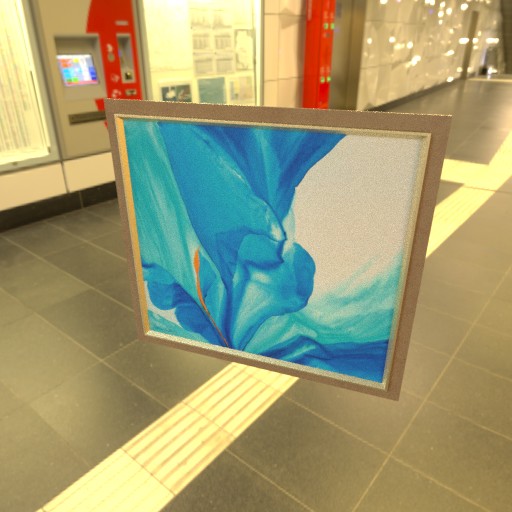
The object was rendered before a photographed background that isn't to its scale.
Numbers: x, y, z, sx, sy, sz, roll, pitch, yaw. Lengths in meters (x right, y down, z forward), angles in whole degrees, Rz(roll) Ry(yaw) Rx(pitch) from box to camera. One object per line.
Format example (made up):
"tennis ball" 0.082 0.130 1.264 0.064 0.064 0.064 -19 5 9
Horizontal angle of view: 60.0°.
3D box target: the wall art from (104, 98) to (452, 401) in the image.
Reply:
"wall art" 0.000 0.000 1.653 1.168 1.067 0.025 9 28 18
